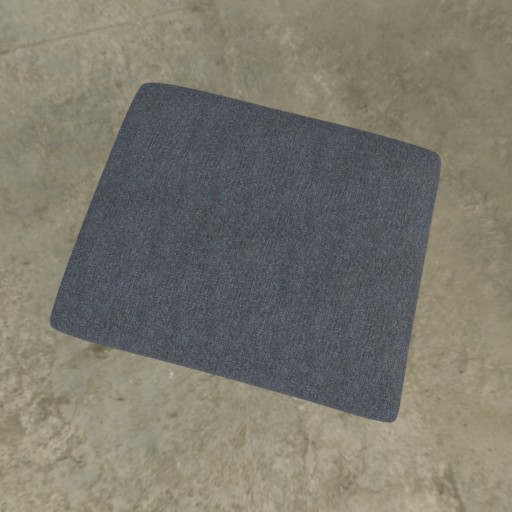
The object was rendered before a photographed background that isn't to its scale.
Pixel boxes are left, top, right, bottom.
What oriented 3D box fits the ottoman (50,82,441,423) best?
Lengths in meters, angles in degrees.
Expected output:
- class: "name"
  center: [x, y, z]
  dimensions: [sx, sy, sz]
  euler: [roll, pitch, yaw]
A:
- class: "ottoman"
  center: [0.000, 0.000, 1.272]
  dimensions: [0.831, 0.533, 0.695]
  euler: [15, 76, 4]
